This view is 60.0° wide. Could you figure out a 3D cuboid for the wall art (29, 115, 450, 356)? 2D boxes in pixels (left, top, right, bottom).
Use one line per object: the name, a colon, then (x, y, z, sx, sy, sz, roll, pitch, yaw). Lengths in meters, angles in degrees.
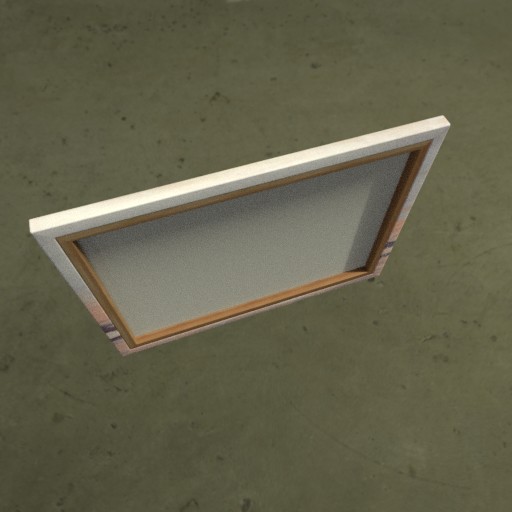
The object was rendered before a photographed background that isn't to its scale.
wall art: (0.000, 0.000, 1.346, 1.015, 0.763, 0.038, -16, 59, -10)
